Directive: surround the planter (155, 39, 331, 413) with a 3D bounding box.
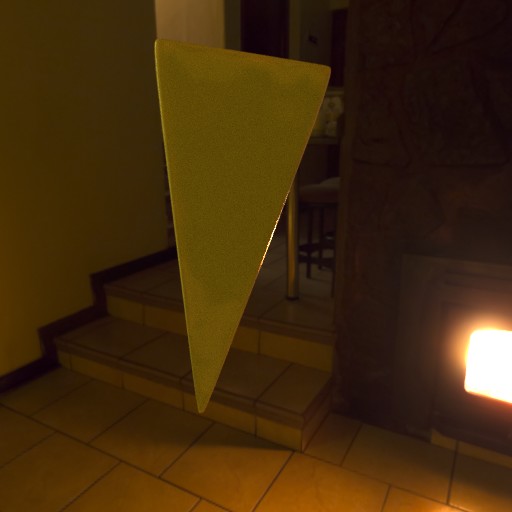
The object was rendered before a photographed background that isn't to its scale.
[{"bbox_3d":[0.000,0.000,0.213,0.064,0.178,0.080,2,15,9],"label":"planter"}]
